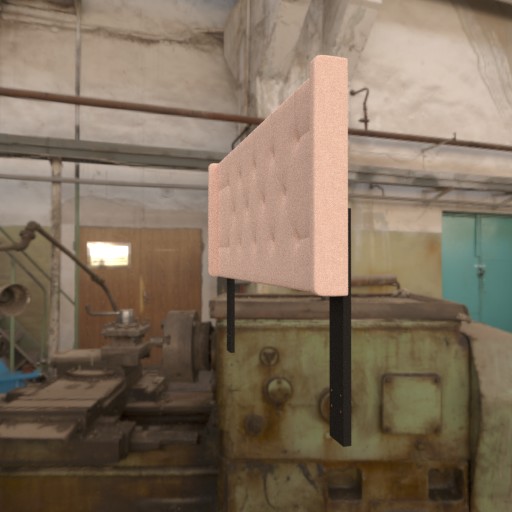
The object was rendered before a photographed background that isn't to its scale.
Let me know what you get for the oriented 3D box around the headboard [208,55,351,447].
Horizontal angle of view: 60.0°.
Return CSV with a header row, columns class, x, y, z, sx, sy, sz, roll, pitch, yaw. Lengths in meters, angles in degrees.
class,x,y,z,sx,sy,sz,roll,pitch,yaw
headboard,0.000,0.000,2.676,0.184,1.524,2.051,0,0,-17
